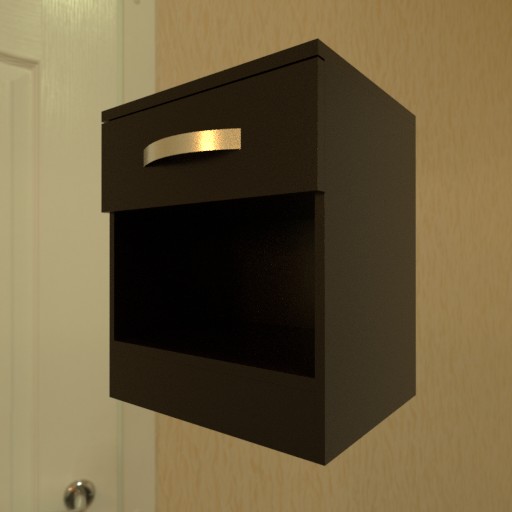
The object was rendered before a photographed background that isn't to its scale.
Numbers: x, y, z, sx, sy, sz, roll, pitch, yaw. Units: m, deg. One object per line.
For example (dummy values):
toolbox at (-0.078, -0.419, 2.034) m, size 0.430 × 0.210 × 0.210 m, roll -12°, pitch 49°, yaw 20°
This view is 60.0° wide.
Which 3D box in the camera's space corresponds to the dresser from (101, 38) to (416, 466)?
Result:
dresser at (0.000, 0.000, 0.721) m, size 0.400 × 0.470 × 0.360 m, roll 0°, pitch 0°, yaw 37°
